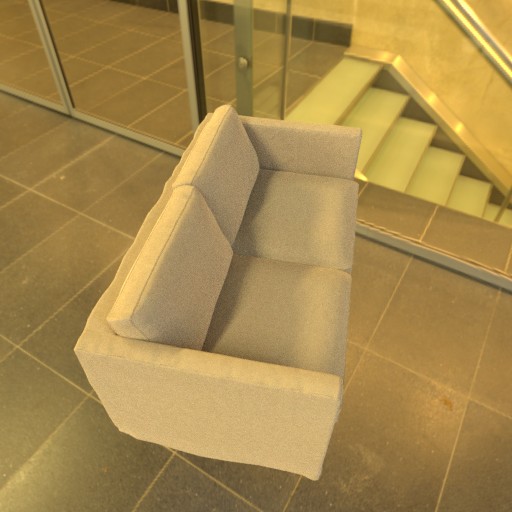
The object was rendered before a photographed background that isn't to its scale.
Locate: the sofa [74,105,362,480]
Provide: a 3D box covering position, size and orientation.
[{"bbox_3d":[0.000,0.000,2.229,0.962,0.835,1.719,8,47,8],"label":"sofa"}]
